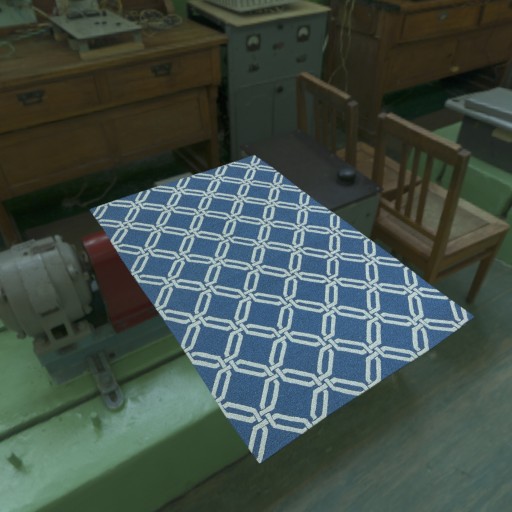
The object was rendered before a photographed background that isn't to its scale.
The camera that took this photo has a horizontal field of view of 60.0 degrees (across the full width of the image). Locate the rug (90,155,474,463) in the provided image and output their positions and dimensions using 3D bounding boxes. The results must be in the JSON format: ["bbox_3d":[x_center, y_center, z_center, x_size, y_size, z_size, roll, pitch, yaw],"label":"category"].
[{"bbox_3d":[0.000,0.000,2.246,1.153,0.010,1.755,-24,47,-25],"label":"rug"}]
